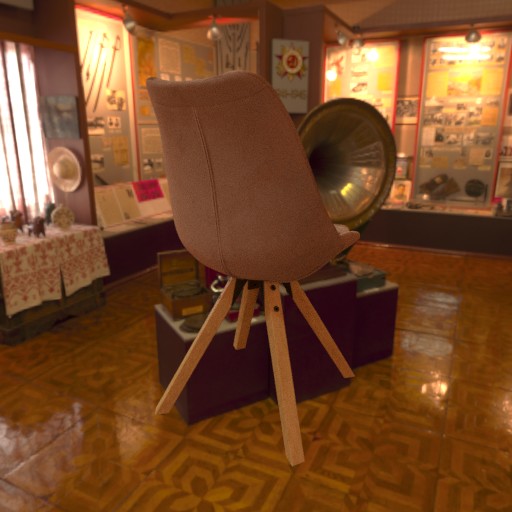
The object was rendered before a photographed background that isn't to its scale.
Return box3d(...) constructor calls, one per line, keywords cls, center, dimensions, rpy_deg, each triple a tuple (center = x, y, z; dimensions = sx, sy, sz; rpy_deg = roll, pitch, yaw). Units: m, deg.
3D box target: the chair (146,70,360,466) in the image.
box3d(cls="chair", center=(0.000, 0.000, 1.174), dimensions=(0.485, 0.850, 0.550), rpy_deg=(8, 18, 27))
